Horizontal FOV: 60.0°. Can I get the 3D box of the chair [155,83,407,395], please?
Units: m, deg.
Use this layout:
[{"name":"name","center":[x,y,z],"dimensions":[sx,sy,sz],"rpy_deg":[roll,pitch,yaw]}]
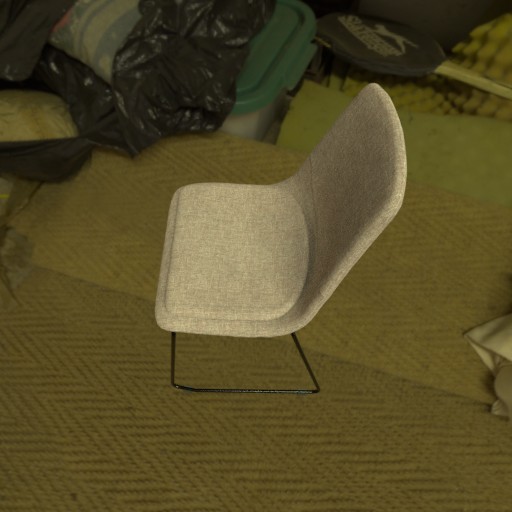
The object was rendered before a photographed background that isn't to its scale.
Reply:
[{"name":"chair","center":[0.000,0.000,1.137],"dimensions":[0.518,0.858,0.479],"rpy_deg":[1,58,0]}]
